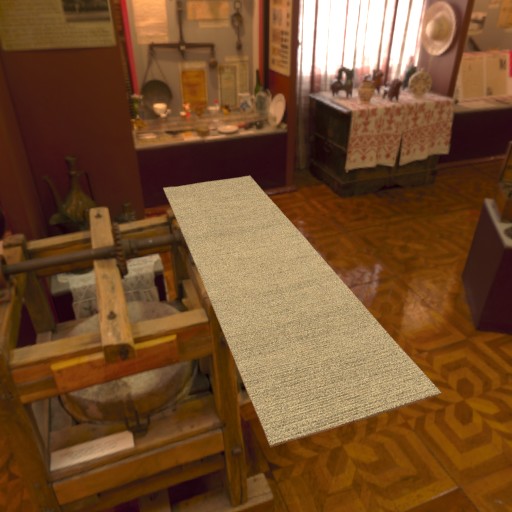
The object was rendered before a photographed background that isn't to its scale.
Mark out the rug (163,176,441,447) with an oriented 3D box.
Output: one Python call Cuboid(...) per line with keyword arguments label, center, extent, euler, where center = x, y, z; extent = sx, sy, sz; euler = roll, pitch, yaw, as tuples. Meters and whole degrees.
Cuboid(label="rug", center=(0.000, 0.000, 2.503), extent=(0.692, 0.032, 2.320), euler=(-10, 33, -16))
